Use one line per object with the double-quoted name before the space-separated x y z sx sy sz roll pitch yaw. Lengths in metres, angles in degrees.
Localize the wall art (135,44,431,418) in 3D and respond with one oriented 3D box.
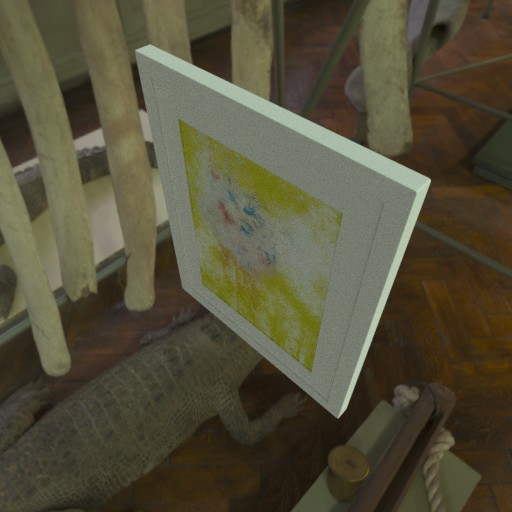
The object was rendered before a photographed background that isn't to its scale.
"wall art" 0.000 0.000 0.743 0.454 0.556 0.028 35 57 27
